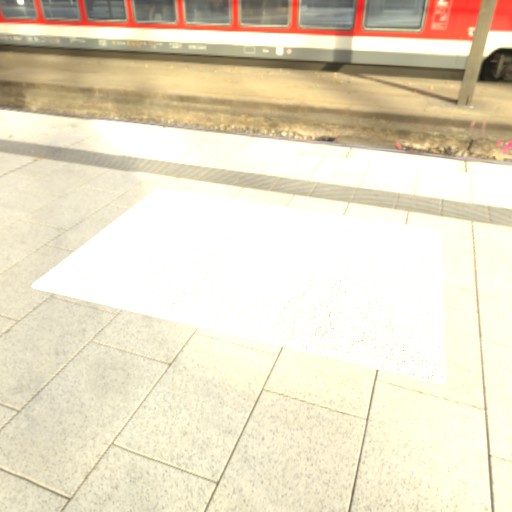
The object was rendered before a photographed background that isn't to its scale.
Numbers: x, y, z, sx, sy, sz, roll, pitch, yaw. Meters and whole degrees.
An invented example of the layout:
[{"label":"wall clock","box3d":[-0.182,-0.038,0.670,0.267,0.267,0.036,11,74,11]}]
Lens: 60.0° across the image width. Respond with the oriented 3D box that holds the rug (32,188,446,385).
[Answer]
[{"label":"rug","box3d":[0.000,0.000,3.450,2.743,0.030,1.778,10,34,16]}]
